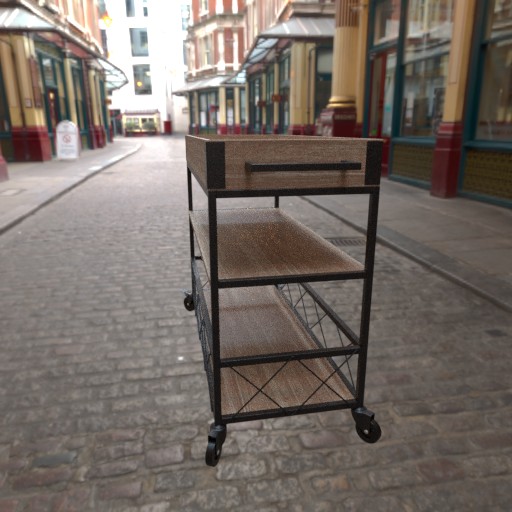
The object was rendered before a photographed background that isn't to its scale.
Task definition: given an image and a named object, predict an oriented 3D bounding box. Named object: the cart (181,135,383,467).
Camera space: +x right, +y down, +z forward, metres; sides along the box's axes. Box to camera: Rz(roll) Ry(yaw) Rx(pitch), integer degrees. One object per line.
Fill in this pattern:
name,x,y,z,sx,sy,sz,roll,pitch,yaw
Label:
cart,0.000,0.000,1.513,0.500,0.787,1.101,-3,16,-11
